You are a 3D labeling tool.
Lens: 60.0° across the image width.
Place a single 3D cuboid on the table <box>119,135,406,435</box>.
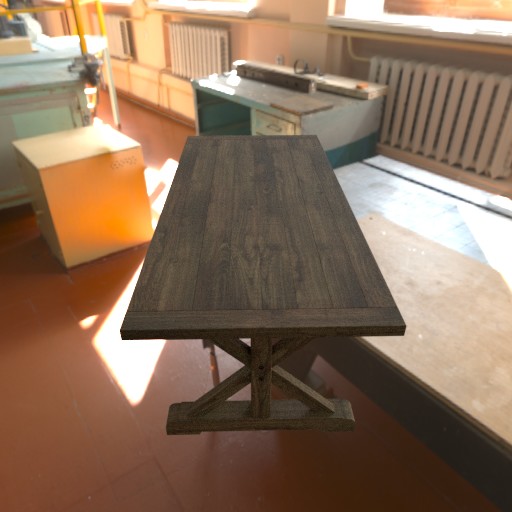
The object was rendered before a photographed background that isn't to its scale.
[{"bbox_3d":[0.000,0.000,2.451,0.907,0.733,2.031,-1,32,-1],"label":"table"}]
